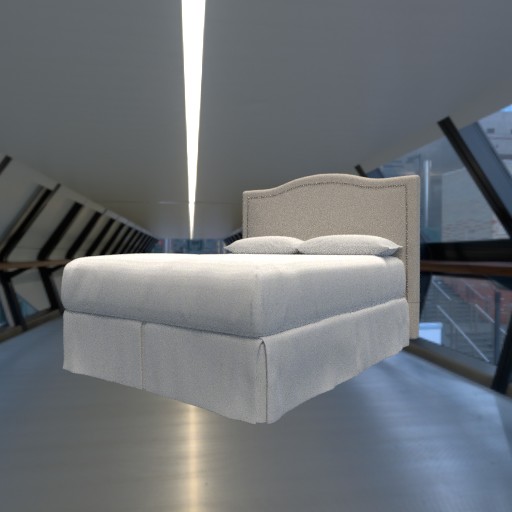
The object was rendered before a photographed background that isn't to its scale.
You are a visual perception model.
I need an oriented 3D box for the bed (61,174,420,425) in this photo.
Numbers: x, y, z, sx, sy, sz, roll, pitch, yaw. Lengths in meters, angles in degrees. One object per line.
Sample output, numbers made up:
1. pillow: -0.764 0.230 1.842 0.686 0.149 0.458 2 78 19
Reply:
1. bed: 0.000 0.000 3.241 1.753 1.460 2.143 1 1 36
